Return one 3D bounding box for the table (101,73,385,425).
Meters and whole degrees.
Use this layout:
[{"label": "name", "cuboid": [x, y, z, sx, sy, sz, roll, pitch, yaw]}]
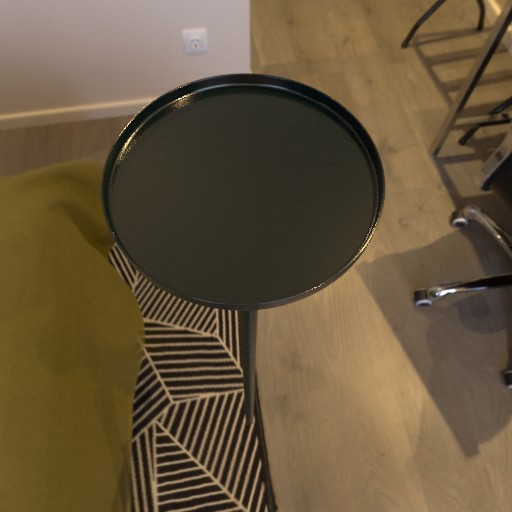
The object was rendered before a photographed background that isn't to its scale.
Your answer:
[{"label": "table", "cuboid": [0.000, 0.000, 0.831, 0.415, 0.548, 0.403, -36, 69, -17]}]
